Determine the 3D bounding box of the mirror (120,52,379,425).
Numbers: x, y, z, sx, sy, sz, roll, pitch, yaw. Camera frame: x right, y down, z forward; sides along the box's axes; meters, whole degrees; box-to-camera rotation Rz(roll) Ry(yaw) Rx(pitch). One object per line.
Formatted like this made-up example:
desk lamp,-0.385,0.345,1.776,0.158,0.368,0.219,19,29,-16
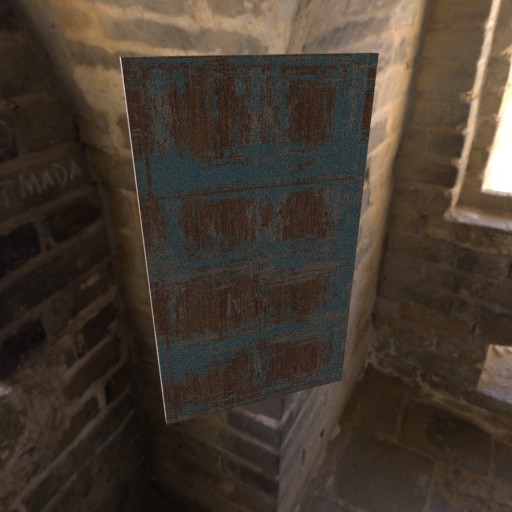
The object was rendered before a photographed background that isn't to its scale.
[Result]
mirror,0.000,0.000,1.464,0.707,1.213,0.083,-9,28,-17
